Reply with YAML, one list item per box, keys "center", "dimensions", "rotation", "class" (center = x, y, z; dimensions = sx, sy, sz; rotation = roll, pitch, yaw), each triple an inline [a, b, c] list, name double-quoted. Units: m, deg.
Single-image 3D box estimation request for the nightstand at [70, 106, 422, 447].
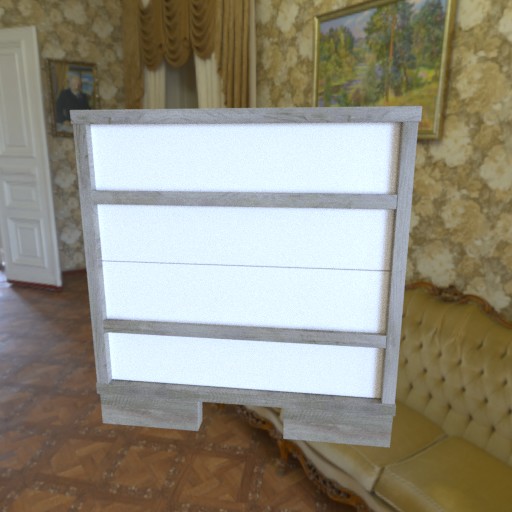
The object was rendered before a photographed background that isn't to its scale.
- center: [0.000, 0.000, 0.749]
  dimensions: [0.427, 0.448, 0.347]
  rotation: [2, 14, 8]
  class: "nightstand"
